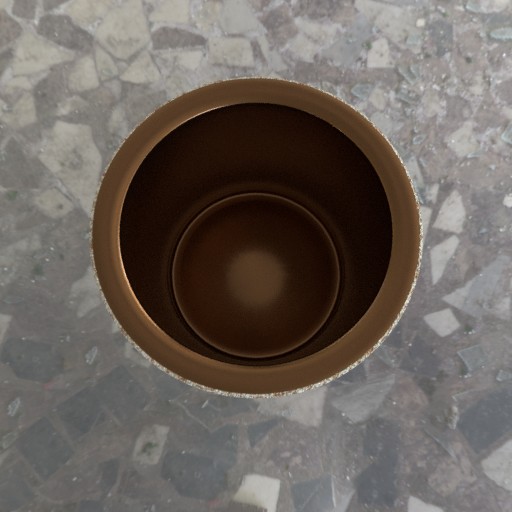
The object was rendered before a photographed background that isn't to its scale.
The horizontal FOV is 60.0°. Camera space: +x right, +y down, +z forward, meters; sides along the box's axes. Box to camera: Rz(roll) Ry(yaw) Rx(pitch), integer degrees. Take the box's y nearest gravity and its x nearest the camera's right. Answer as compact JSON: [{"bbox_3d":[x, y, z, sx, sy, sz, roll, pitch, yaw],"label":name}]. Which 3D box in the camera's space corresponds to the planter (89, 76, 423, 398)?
[{"bbox_3d":[0.000,0.000,0.187,0.109,0.096,0.109,0,78,0],"label":"planter"}]
